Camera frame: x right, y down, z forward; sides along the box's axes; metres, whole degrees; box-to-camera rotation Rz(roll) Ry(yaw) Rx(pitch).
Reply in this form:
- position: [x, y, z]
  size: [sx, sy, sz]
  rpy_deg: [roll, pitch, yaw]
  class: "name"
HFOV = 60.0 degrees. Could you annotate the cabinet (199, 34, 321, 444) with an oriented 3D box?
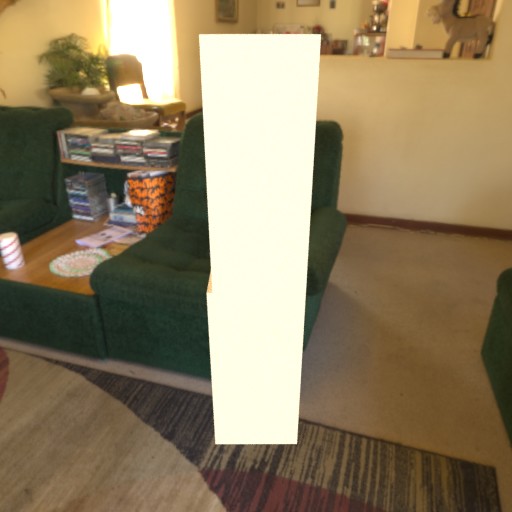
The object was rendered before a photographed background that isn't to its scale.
- position: [0.000, 0.000, 1.509]
  size: [0.300, 1.350, 0.400]
  rpy_deg: [0, 27, 0]
  class: "cabinet"
